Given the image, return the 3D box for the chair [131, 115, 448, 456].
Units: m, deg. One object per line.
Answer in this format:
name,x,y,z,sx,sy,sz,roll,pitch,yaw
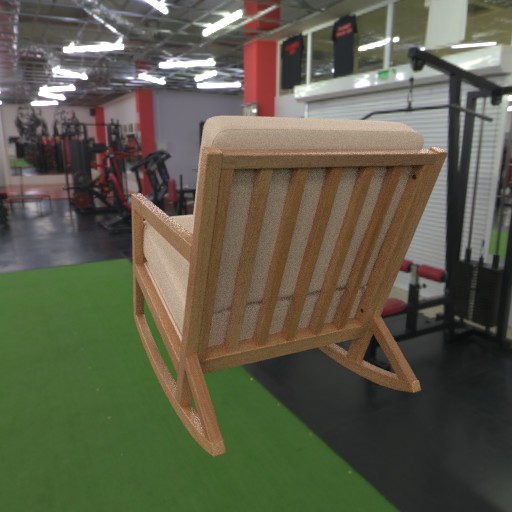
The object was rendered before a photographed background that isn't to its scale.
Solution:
chair,0.000,0.000,1.392,0.622,0.790,0.857,-7,15,-26
